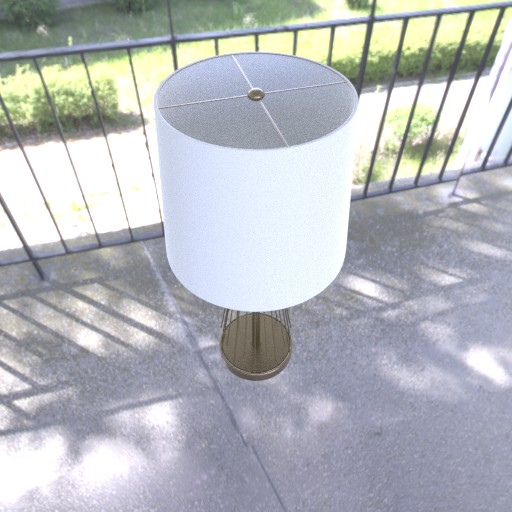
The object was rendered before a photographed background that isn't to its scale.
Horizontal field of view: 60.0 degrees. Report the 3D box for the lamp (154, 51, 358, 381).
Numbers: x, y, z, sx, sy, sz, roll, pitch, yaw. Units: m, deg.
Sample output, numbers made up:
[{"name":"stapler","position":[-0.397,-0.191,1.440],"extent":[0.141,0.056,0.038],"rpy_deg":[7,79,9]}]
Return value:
[{"name":"lamp","position":[0.000,0.000,0.786],"extent":[0.303,0.618,0.303],"rpy_deg":[0,47,0]}]
